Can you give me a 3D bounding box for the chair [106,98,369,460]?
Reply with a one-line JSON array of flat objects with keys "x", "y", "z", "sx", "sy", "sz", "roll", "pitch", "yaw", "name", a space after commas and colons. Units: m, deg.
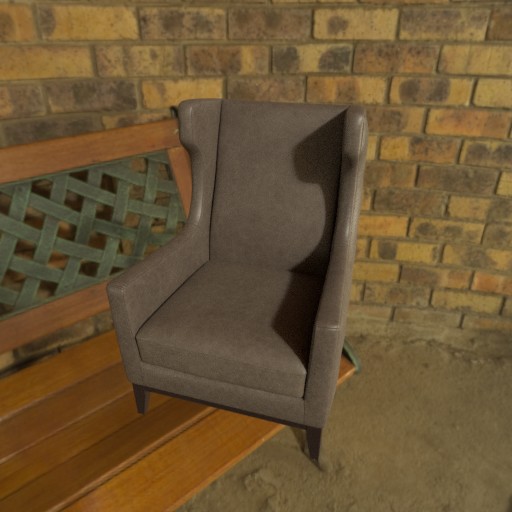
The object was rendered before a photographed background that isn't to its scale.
[{"x": 0.000, "y": 0.000, "z": 1.713, "sx": 0.769, "sy": 1.079, "sz": 0.899, "roll": 8, "pitch": 29, "yaw": 15, "name": "chair"}]
